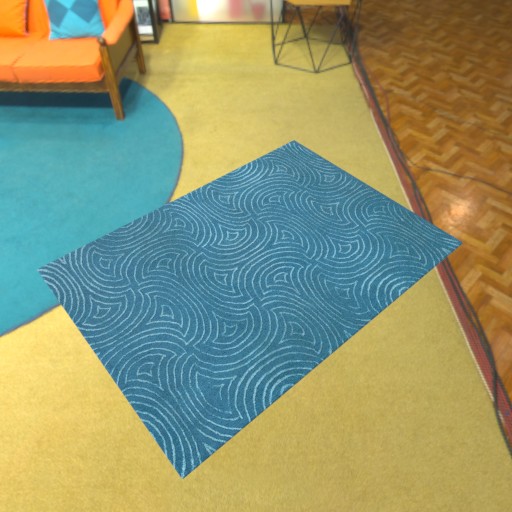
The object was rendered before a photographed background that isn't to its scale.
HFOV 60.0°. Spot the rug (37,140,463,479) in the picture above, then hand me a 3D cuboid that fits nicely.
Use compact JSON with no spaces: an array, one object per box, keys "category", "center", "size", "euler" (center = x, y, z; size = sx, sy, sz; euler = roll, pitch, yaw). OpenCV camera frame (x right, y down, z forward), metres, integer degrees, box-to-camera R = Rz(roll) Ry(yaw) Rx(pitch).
[{"category":"rug","center":[0.000,0.000,2.741],"size":[2.144,0.015,1.543],"euler":[-32,55,-26]}]
